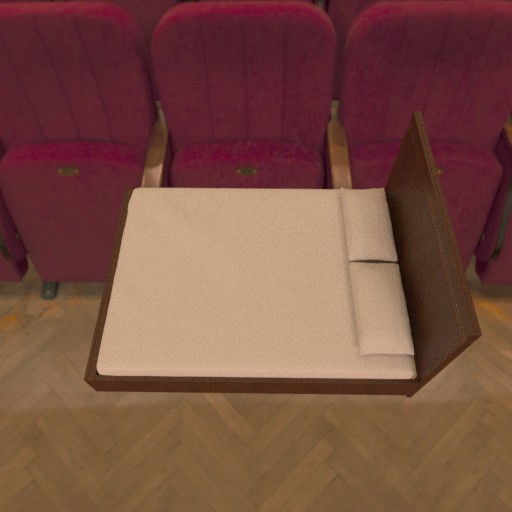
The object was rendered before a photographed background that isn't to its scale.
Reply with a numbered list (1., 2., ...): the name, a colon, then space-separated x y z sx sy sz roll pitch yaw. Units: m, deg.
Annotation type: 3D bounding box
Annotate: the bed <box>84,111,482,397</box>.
1. bed: 0.000 0.000 3.086 2.221 1.169 1.613 1 58 0
